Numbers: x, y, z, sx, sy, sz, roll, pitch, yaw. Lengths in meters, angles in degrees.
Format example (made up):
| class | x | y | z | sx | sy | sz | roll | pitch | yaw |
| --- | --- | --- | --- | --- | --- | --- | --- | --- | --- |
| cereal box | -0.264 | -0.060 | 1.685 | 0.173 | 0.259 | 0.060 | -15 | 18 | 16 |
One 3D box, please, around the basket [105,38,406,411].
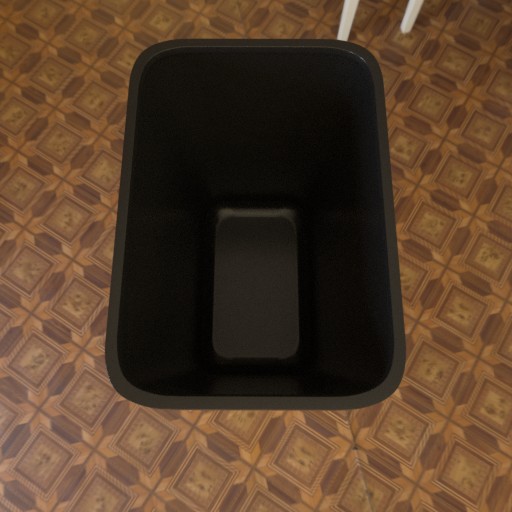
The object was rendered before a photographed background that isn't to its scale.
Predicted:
| class | x | y | z | sx | sy | sz | roll | pitch | yaw |
| --- | --- | --- | --- | --- | --- | --- | --- | --- | --- |
| basket | 0.000 | 0.000 | 0.484 | 0.211 | 0.307 | 0.300 | 0 | 75 | 0 |
